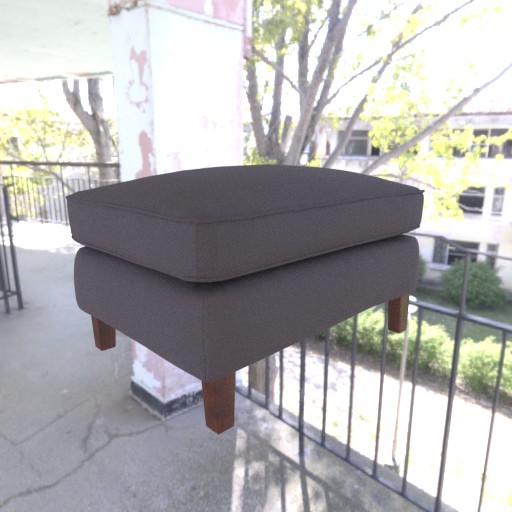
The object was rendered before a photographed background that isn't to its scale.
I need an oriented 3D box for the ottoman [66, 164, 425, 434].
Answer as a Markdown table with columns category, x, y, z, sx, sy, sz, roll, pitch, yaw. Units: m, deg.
| category | x | y | z | sx | sy | sz | roll | pitch | yaw |
| --- | --- | --- | --- | --- | --- | --- | --- | --- | --- |
| ottoman | 0.000 | 0.000 | 1.011 | 0.686 | 0.406 | 0.508 | -13 | 19 | -42 |
